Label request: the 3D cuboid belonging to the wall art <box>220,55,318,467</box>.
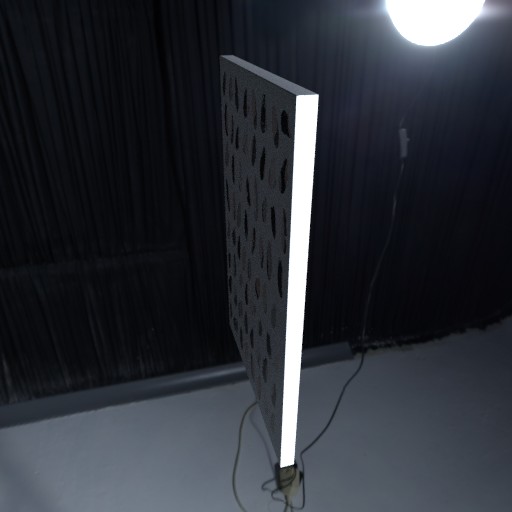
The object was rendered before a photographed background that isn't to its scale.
[{"bbox_3d":[0.000,0.000,0.779,0.025,0.608,0.405,-8,31,-13],"label":"wall art"}]
